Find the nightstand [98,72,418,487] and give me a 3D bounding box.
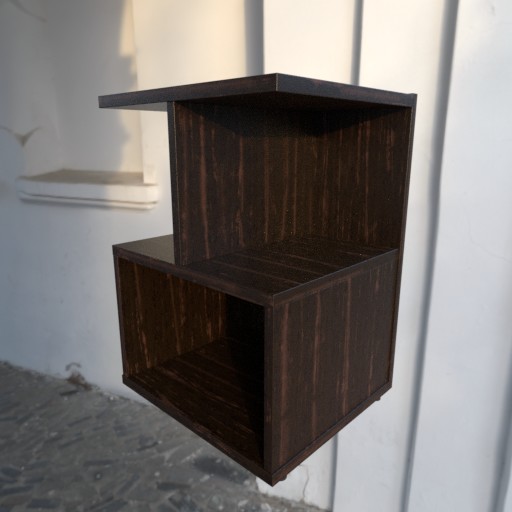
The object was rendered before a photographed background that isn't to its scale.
[{"bbox_3d":[0.000,0.000,0.812,0.400,0.559,0.356,14,20,42],"label":"nightstand"}]
